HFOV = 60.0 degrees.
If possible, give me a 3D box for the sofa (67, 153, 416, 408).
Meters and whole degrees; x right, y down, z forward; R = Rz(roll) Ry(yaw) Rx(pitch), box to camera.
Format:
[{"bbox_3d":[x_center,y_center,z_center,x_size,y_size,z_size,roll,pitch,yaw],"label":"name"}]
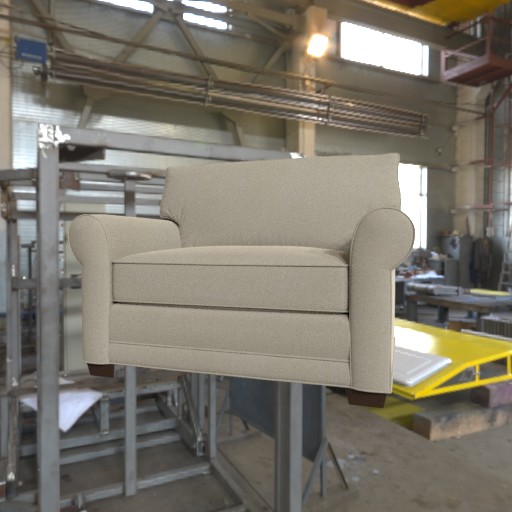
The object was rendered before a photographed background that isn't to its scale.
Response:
[{"bbox_3d":[0.000,0.000,2.092,1.405,1.006,0.937,1,2,18],"label":"sofa"}]
